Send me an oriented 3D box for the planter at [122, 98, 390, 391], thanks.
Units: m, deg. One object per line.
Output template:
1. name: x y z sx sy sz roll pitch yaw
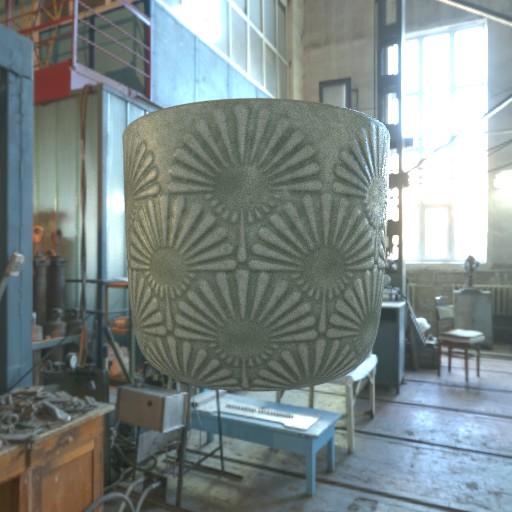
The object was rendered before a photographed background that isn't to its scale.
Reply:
1. planter: 0.000 0.000 0.214 0.124 0.109 0.124 0 0 0
